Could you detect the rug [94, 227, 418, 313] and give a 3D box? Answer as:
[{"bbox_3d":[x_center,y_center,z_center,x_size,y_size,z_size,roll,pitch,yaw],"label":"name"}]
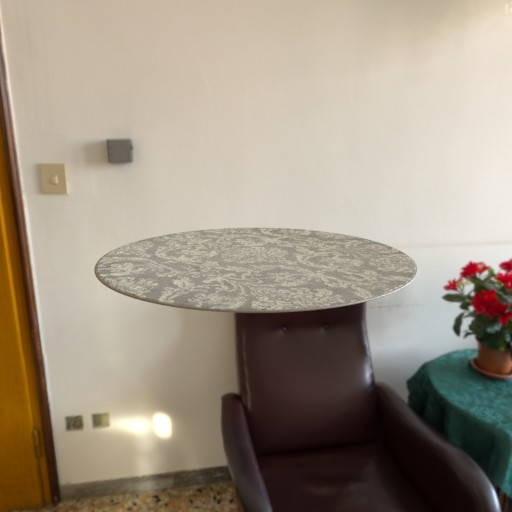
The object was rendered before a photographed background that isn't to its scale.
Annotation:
[{"bbox_3d":[0.000,0.000,2.315,1.593,0.012,1.593,0,14,0],"label":"rug"}]
